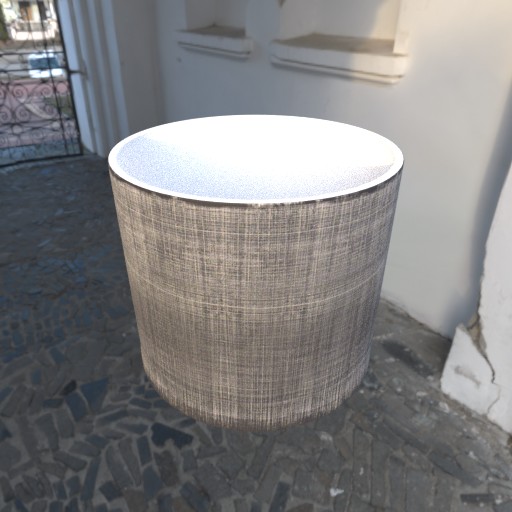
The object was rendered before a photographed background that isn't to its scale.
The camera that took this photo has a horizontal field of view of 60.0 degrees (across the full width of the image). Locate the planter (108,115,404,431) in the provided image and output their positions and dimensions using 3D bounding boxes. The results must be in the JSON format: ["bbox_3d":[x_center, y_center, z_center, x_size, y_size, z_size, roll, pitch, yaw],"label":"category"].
[{"bbox_3d":[0.000,0.000,0.316,0.178,0.157,0.178,0,30,0],"label":"planter"}]
